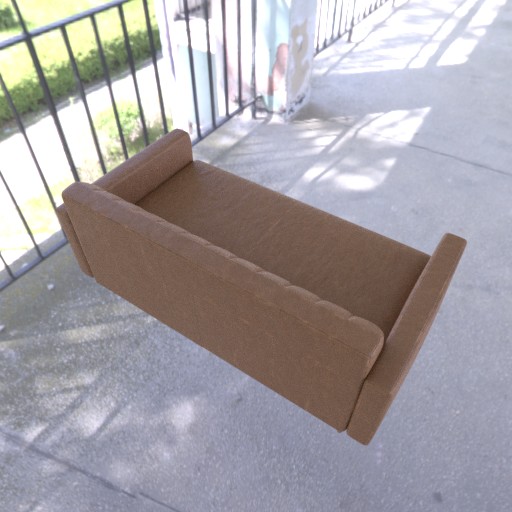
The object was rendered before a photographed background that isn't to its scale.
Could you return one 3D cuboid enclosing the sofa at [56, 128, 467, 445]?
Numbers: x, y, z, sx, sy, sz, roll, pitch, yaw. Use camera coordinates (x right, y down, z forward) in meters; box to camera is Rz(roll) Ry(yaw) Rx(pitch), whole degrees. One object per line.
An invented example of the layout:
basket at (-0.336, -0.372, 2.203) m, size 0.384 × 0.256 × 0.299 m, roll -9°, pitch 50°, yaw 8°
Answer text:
sofa at (0.000, 0.000, 2.360) m, size 1.847 × 0.821 × 0.993 m, roll 26°, pitch 52°, yaw 23°
